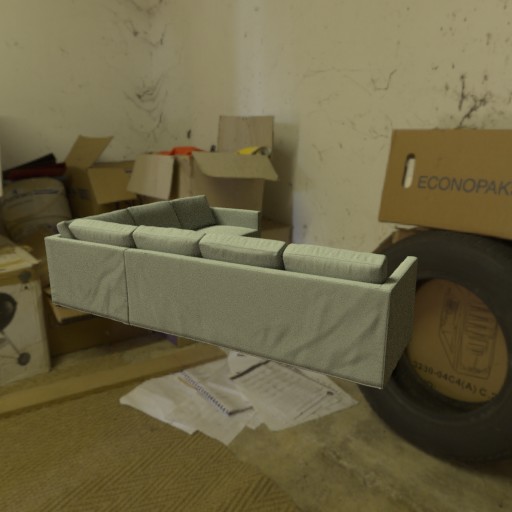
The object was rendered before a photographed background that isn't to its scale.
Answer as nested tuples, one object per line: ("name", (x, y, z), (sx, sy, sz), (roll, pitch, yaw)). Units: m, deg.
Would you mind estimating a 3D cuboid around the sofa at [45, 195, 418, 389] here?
("sofa", (0.000, 0.000, 4.448), (3.182, 0.871, 2.432), (8, 16, 28))
